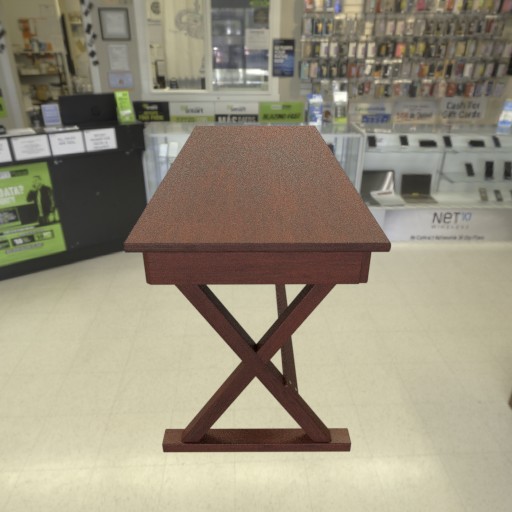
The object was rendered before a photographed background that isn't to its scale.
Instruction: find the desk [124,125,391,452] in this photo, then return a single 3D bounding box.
[{"bbox_3d":[0.000,0.000,1.770,0.600,0.761,1.372,0,27,0],"label":"desk"}]
